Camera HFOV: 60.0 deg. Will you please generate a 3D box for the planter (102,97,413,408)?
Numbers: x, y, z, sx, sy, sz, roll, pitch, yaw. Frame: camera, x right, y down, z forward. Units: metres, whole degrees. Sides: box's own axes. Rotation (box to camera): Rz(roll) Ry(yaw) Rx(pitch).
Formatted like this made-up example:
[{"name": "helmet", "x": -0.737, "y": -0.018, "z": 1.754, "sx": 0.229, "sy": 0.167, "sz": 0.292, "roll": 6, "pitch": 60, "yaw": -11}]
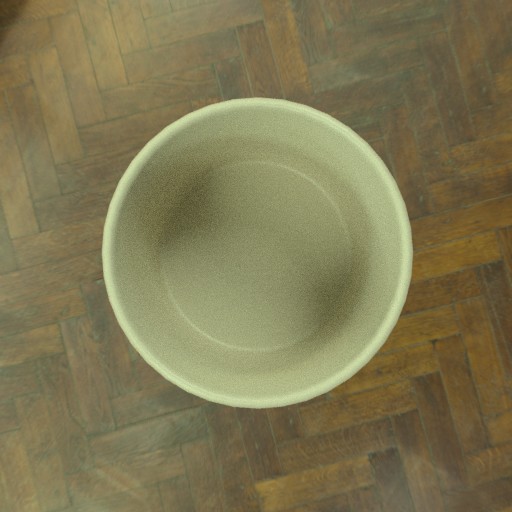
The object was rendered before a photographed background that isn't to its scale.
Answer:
[{"name": "planter", "x": 0.000, "y": 0.000, "z": 0.550, "sx": 0.269, "sy": 0.379, "sz": 0.269, "roll": 0, "pitch": 89, "yaw": 0}]
